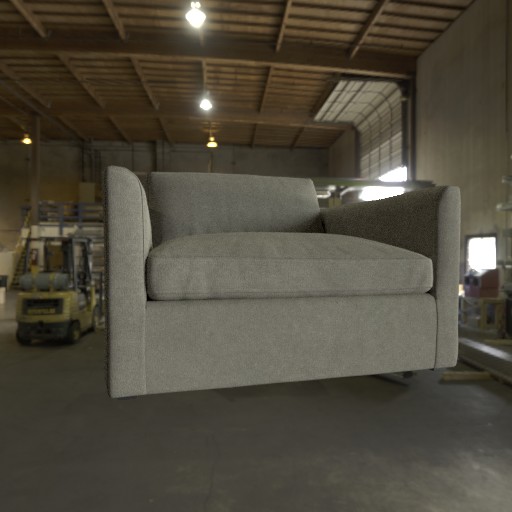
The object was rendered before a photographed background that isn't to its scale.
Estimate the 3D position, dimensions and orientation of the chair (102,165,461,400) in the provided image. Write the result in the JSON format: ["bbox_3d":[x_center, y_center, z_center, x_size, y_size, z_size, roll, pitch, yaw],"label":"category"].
[{"bbox_3d":[0.000,0.000,1.873,1.190,0.845,1.091,0,0,-17],"label":"chair"}]
